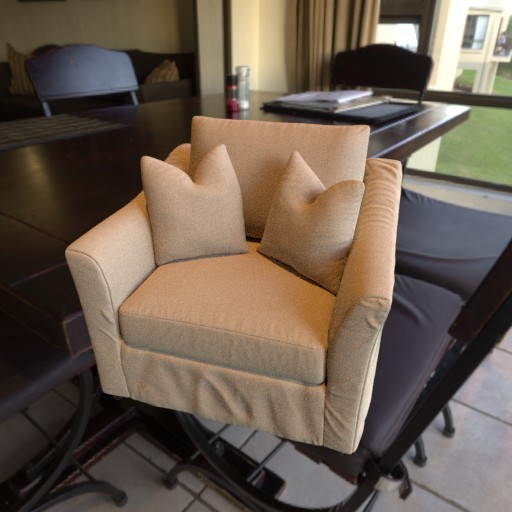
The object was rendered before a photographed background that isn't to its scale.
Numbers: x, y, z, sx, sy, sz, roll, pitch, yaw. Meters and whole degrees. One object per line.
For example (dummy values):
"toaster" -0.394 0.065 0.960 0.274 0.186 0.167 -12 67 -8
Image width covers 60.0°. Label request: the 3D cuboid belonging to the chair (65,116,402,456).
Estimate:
"chair" 0.000 0.000 2.024 1.194 1.093 1.071 8 29 15
